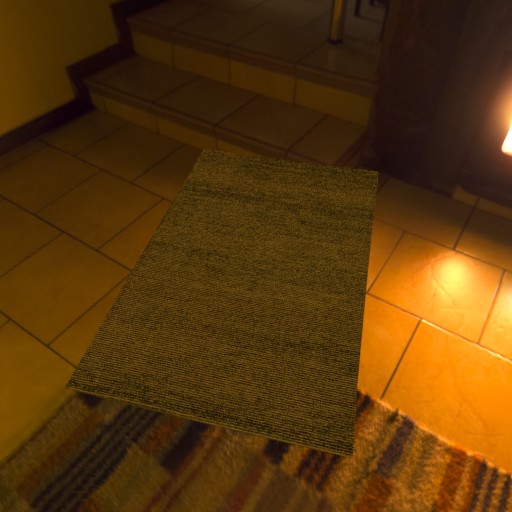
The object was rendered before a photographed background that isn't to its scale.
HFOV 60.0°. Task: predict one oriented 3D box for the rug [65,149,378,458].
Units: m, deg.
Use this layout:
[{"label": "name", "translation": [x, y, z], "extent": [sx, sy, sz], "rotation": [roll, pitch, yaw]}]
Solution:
[{"label": "rug", "translation": [0.000, 0.000, 2.265], "extent": [1.145, 0.021, 1.777], "rotation": [10, 47, 9]}]
